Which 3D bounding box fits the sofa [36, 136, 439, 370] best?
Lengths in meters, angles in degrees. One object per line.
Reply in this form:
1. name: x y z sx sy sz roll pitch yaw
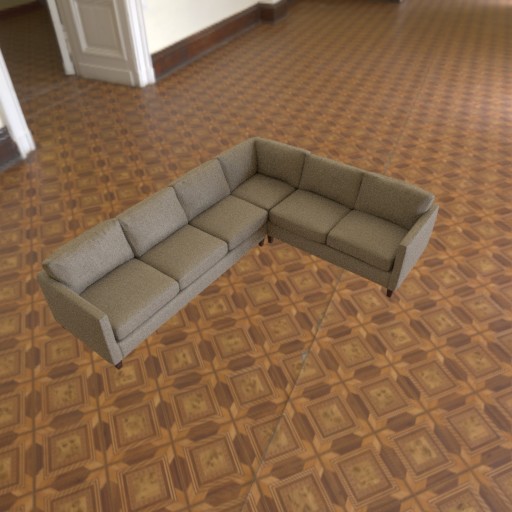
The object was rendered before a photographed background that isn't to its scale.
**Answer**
1. sofa: 0.000 0.000 4.533 2.593 0.947 3.302 26 47 27
